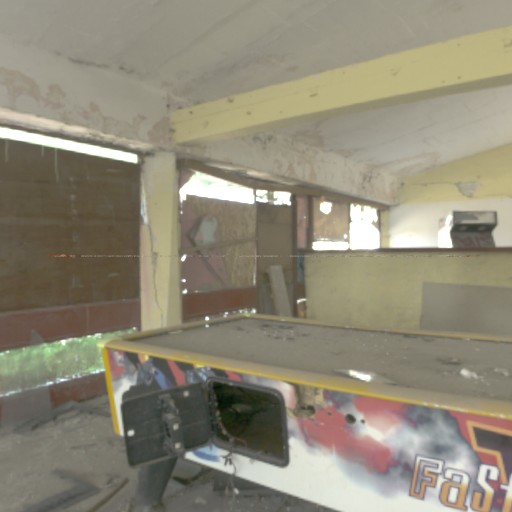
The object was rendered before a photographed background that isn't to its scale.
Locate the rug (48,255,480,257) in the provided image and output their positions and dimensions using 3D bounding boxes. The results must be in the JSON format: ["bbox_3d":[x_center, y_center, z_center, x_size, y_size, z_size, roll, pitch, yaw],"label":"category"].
[{"bbox_3d":[0.000,0.000,3.023,2.465,0.012,1.465,0,0,-19],"label":"rug"}]
